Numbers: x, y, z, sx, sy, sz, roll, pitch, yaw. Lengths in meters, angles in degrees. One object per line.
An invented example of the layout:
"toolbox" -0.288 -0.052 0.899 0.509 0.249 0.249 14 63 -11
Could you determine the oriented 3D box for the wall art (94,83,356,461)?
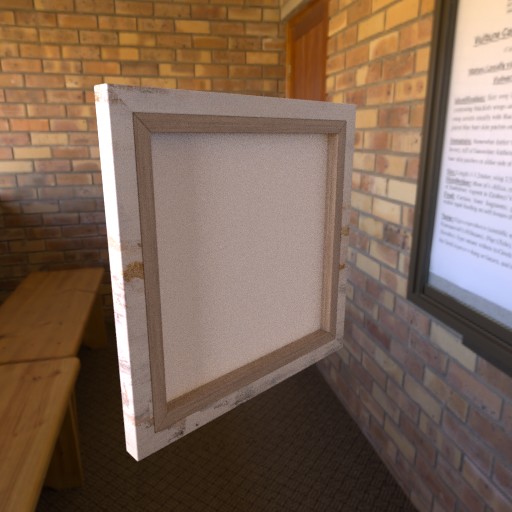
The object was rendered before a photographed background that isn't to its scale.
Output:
"wall art" 0.000 0.000 0.905 0.611 0.613 0.040 -14 21 -43
